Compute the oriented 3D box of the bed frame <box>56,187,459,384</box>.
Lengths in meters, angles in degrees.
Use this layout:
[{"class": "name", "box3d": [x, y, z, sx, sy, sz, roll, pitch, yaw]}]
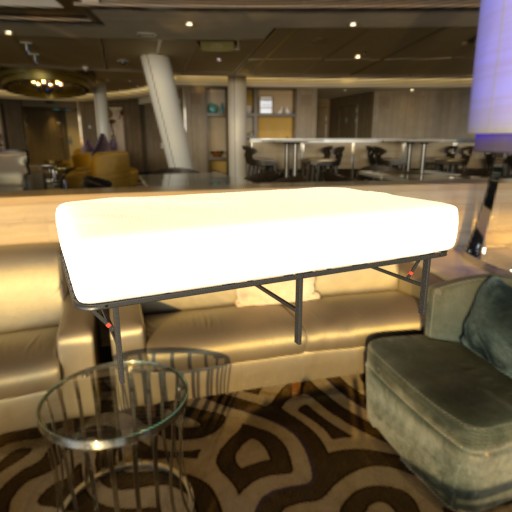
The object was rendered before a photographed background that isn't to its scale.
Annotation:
[{"class": "bed frame", "box3d": [0.000, 0.000, 2.401, 1.908, 0.640, 1.025, -7, 16, -25]}]
